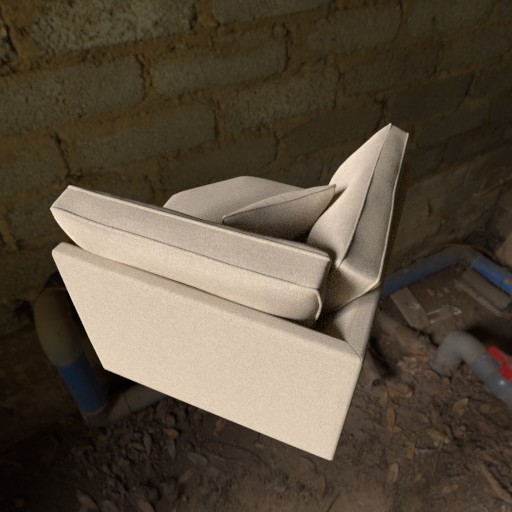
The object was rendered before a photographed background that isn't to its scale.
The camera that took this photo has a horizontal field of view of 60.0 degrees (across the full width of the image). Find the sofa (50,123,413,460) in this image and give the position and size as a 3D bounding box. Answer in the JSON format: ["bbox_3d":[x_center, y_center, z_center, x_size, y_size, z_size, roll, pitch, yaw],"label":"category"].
[{"bbox_3d":[0.000,0.000,1.842,1.042,0.937,1.050,16,47,16],"label":"sofa"}]
